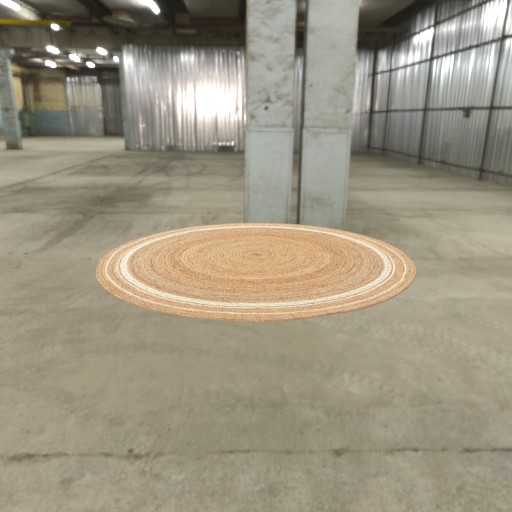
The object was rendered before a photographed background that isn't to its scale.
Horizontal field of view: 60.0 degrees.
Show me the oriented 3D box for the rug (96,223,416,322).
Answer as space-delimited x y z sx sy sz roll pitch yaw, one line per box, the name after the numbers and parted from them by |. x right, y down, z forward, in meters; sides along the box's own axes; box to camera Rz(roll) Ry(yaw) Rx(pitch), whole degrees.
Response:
0.000 0.000 3.581 2.444 0.015 2.444 0 17 0 | rug
